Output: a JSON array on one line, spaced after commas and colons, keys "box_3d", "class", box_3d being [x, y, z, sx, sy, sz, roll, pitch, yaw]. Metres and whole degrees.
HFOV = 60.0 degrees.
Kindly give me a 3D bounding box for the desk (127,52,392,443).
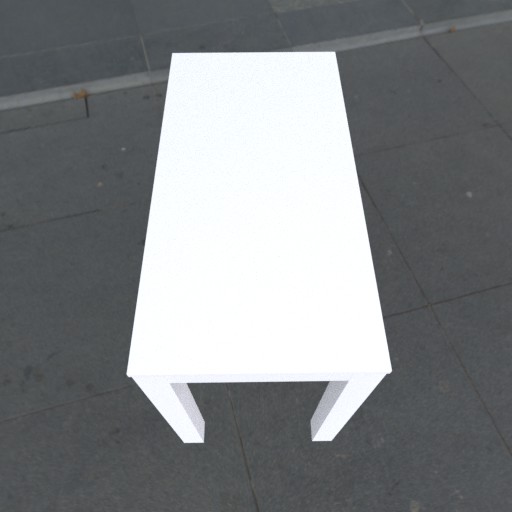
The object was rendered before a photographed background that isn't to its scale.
[{"box_3d": [0.000, 0.000, 1.415, 0.497, 0.762, 0.990, -1, 58, 0], "class": "desk"}]
